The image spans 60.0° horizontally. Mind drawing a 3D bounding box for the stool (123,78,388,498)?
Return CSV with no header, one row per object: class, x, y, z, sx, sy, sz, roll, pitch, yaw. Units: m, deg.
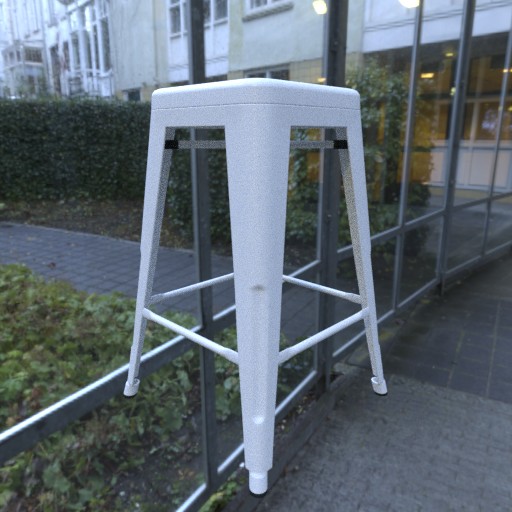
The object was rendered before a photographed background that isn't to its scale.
stool,0.000,0.000,0.865,0.406,0.610,0.406,14,21,42
